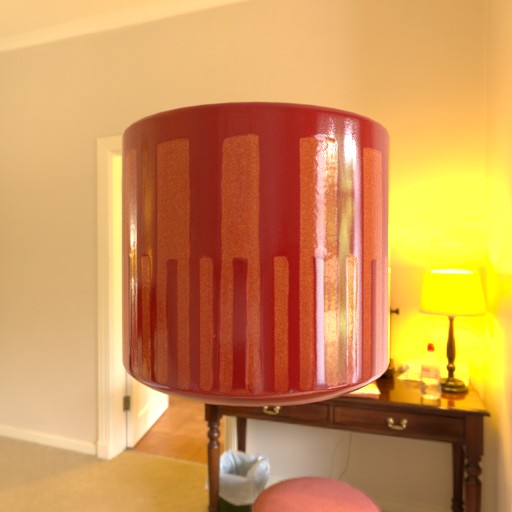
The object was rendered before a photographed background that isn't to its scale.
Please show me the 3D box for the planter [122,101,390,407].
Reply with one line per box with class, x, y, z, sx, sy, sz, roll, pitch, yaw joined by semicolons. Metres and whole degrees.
planter;0.000;0.000;0.397;0.230;0.202;0.230;0;1;0
